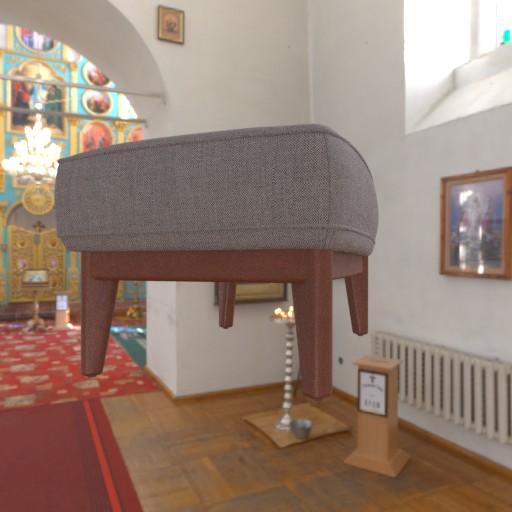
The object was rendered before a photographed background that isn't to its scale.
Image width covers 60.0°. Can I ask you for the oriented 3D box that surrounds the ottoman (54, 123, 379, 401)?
[{"bbox_3d":[0.000,0.000,1.066,0.555,0.458,0.750,0,-1,19],"label":"ottoman"}]
